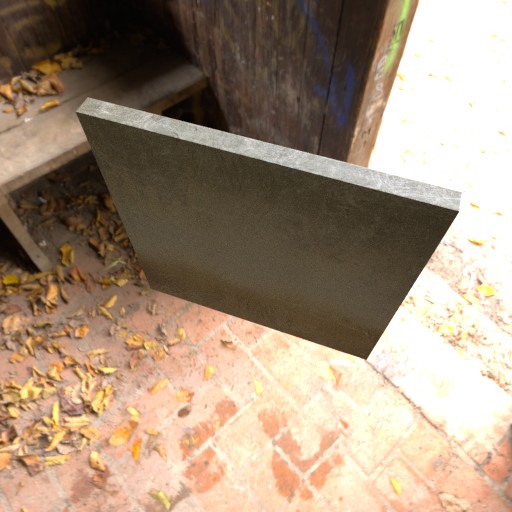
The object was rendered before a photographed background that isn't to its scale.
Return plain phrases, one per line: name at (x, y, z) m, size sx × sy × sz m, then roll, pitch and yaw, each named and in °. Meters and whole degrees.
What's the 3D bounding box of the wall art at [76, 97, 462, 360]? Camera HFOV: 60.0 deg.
wall art at (0.000, 0.000, 0.933) m, size 0.610 × 0.610 × 0.038 m, roll 17°, pitch 59°, yaw 10°
